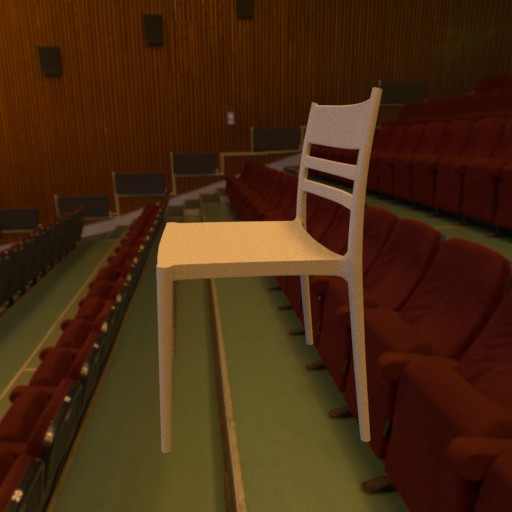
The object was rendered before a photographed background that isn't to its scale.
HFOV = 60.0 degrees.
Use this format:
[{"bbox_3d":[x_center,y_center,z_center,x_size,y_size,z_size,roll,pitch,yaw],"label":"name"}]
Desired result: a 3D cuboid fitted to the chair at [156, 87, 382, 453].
[{"bbox_3d":[0.000,0.000,1.172,0.511,0.800,0.531,-2,16,-8],"label":"chair"}]
